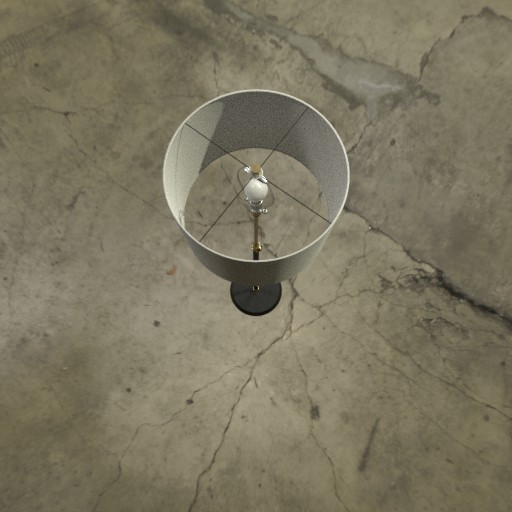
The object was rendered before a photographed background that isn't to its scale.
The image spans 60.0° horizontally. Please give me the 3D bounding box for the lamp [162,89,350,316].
[{"bbox_3d":[0.000,0.000,1.676,0.404,1.517,0.404,36,79,8],"label":"lamp"}]
